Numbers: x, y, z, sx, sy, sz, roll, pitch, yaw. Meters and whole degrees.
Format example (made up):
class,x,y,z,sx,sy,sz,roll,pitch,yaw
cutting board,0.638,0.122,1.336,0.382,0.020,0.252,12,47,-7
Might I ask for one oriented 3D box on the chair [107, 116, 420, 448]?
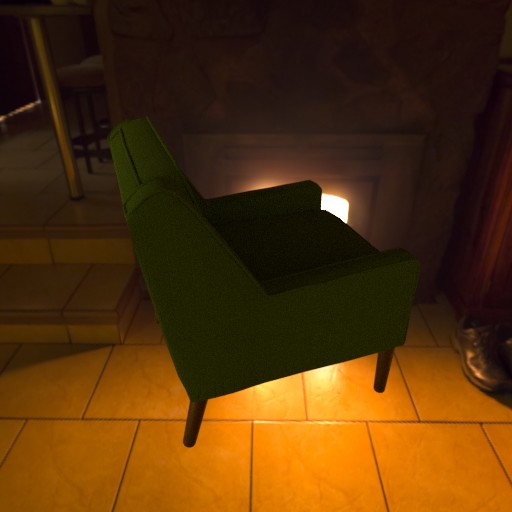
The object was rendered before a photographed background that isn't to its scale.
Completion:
class,x,y,z,sx,sy,sz,roll,pitch,yaw
chair,0.000,0.000,1.359,0.743,0.792,0.663,-10,31,-17
